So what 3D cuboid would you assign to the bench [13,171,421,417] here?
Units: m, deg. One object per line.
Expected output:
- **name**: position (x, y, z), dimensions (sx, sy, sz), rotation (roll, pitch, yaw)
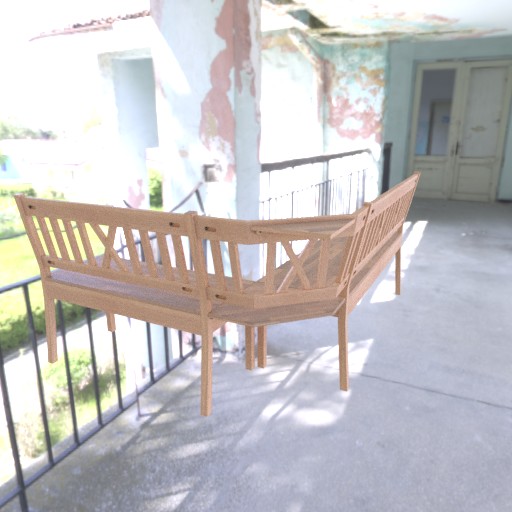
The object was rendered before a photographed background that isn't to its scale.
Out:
- **bench**: position (0.000, 0.000, 2.671), dimensions (1.537, 0.902, 1.937), rotation (8, 18, 26)
